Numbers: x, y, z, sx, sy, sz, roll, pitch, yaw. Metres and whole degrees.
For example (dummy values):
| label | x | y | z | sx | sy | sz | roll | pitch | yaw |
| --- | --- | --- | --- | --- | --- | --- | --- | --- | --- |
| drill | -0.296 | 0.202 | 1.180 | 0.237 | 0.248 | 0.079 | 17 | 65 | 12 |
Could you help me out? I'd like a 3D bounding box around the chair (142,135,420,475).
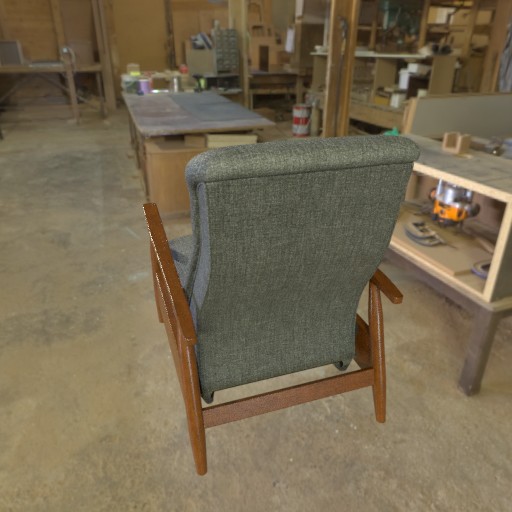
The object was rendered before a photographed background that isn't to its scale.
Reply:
| label | x | y | z | sx | sy | sz | roll | pitch | yaw |
| --- | --- | --- | --- | --- | --- | --- | --- | --- | --- |
| chair | 0.000 | 0.000 | 1.758 | 0.762 | 1.082 | 1.030 | -9 | 28 | -17 |
